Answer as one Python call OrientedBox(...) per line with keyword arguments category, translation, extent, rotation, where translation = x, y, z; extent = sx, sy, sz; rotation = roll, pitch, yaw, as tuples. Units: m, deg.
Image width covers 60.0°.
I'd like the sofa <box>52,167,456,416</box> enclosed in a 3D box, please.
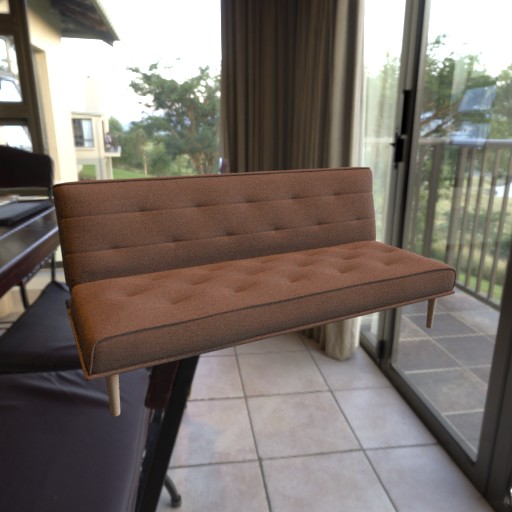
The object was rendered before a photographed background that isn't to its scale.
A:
OrientedBox(category="sofa", translation=(0.000, 0.000, 2.283), extent=(1.820, 0.810, 1.038), rotation=(-8, 18, -26))
